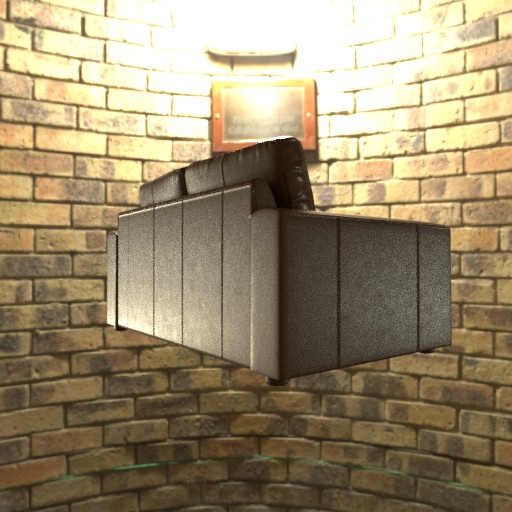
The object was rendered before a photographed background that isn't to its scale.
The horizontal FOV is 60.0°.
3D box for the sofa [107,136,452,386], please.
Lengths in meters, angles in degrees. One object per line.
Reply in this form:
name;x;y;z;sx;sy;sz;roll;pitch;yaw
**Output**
sofa;0.000;0.000;2.295;1.016;0.873;1.616;1;-1;-37
